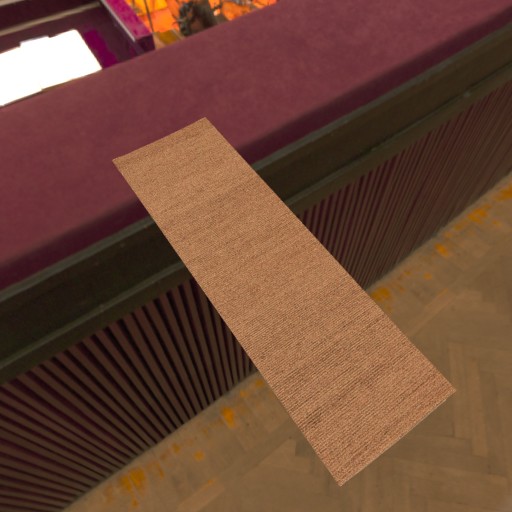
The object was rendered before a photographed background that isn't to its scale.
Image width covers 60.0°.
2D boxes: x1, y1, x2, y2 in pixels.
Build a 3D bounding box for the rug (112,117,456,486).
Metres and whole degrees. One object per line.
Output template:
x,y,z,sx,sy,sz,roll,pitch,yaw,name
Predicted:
0.000,0.000,2.569,0.741,0.014,2.390,-30,62,-18,rug
